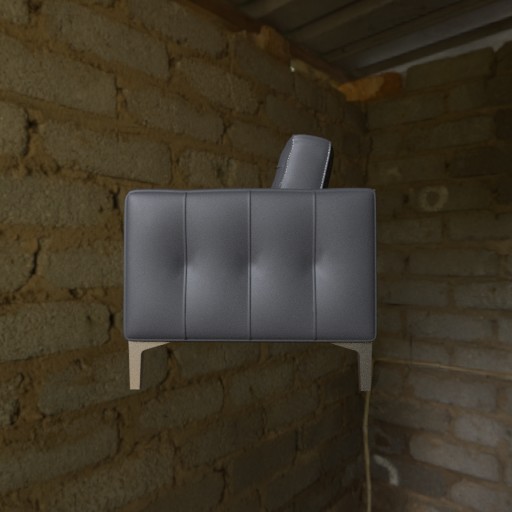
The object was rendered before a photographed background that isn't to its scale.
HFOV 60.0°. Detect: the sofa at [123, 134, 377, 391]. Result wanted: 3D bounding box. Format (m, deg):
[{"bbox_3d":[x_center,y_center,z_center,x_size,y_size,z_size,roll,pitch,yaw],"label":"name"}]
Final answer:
[{"bbox_3d":[0.000,0.000,2.249,0.833,0.893,1.726,0,-1,1],"label":"sofa"}]
